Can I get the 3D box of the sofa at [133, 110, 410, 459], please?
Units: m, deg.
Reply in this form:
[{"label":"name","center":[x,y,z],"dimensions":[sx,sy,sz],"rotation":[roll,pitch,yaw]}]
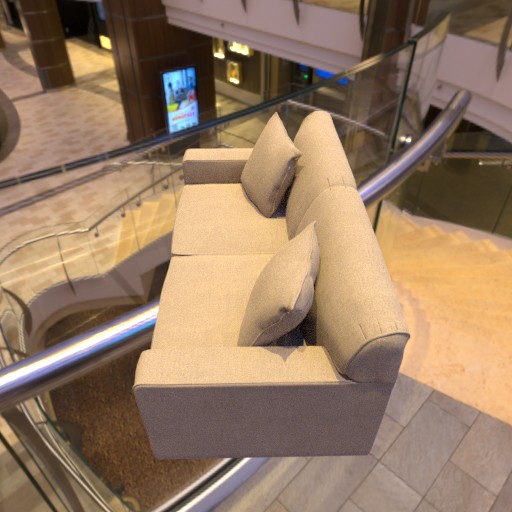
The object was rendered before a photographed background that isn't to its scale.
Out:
[{"label":"sofa","center":[0.000,0.000,2.385],"dimensions":[0.998,0.958,1.846],"rotation":[-1,40,-1]}]
